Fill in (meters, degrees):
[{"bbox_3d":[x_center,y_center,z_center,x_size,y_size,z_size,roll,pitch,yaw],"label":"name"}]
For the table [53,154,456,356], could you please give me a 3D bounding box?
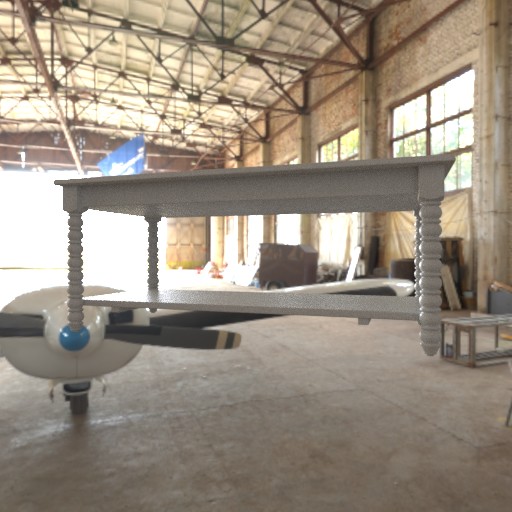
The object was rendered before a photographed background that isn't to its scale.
[{"bbox_3d":[0.000,0.000,1.490,1.171,0.487,0.580,0,0,18],"label":"table"}]
